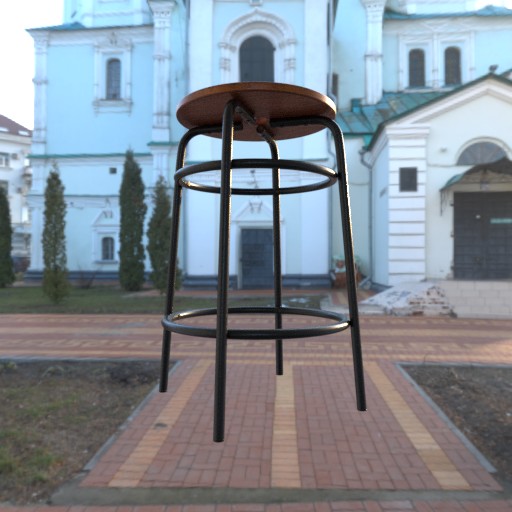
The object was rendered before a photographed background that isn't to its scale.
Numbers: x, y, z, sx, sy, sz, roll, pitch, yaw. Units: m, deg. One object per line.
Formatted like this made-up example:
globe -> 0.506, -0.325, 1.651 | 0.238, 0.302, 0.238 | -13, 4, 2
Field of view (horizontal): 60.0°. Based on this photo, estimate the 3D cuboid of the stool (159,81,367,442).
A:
stool -> 0.000, 0.000, 0.940 | 0.455, 0.610, 0.455 | 0, -1, 16
